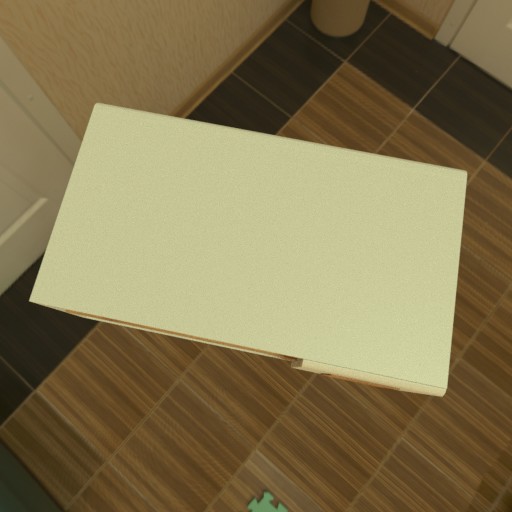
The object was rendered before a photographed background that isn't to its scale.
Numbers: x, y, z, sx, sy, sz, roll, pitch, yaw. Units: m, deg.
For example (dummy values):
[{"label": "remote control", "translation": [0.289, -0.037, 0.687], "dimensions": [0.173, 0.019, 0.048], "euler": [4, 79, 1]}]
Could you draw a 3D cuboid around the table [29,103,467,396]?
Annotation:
[{"label": "table", "translation": [0.000, 0.000, 1.421], "dimensions": [1.097, 0.442, 0.639], "euler": [11, 76, 3]}]
